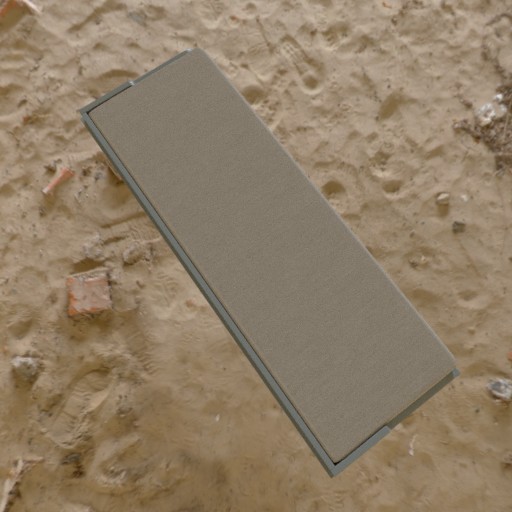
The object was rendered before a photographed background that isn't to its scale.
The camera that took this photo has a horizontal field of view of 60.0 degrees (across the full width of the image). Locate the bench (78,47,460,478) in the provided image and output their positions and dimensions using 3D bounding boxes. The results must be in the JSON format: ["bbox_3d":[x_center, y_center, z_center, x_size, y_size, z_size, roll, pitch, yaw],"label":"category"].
[{"bbox_3d":[0.000,0.000,1.354,0.398,0.501,1.140,-35,78,-8],"label":"bench"}]
